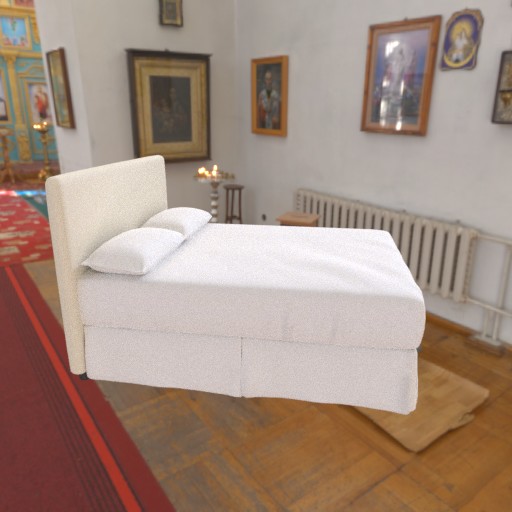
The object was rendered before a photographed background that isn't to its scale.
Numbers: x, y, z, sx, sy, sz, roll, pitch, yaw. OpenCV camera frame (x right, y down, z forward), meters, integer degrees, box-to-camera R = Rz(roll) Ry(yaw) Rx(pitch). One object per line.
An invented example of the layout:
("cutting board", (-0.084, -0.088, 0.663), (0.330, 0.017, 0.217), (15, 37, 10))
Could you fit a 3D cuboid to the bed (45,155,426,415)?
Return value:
("bed", (0.000, 0.000, 3.270), (2.147, 1.330, 1.714), (3, 17, 9))
